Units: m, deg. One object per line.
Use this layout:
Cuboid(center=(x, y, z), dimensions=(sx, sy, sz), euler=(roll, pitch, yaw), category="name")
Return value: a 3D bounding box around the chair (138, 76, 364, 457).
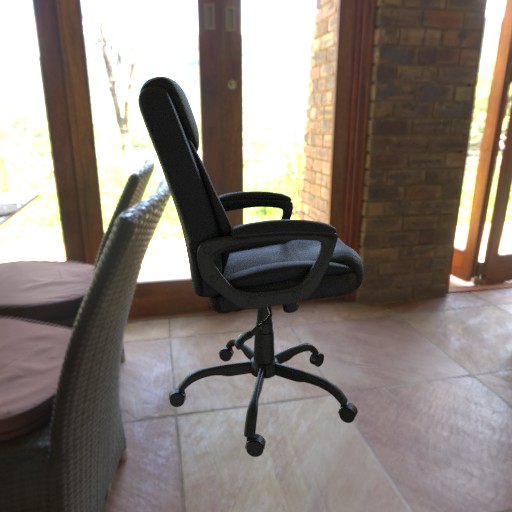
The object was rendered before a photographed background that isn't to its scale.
Cuboid(center=(0.000, 0.000, 1.463), dimensions=(0.655, 1.072, 0.615), euler=(-3, 17, -9), category="chair")
